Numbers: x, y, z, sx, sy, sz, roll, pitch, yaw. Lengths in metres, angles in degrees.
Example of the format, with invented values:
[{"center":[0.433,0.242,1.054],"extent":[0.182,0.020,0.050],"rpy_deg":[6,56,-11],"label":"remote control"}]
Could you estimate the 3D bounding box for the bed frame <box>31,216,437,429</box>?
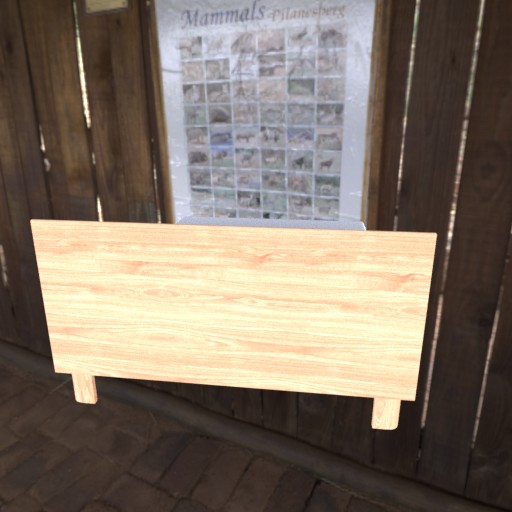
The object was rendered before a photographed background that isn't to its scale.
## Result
[{"center":[0.000,0.000,2.911],"extent":[1.660,0.940,2.092],"rpy_deg":[2,19,7],"label":"bed frame"}]
